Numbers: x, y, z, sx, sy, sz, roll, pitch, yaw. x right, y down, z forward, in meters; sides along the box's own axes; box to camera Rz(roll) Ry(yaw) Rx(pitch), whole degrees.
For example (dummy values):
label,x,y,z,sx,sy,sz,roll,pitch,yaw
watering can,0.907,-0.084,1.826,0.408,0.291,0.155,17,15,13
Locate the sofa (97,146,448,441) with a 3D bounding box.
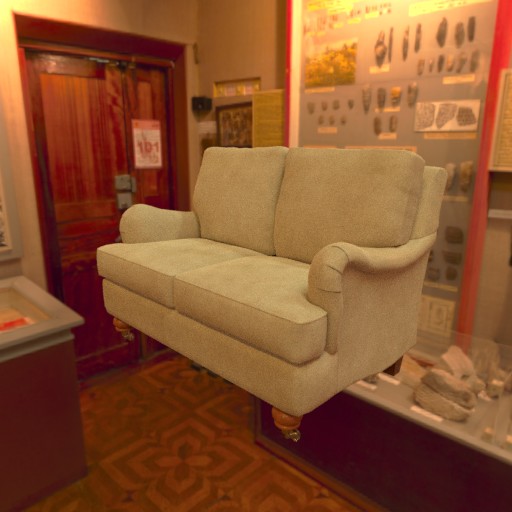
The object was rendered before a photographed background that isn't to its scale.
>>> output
label,x,y,z,sx,sy,sz,roll,pitch,yaw
sofa,0.000,0.000,2.274,1.086,1.087,1.498,-14,20,-43
